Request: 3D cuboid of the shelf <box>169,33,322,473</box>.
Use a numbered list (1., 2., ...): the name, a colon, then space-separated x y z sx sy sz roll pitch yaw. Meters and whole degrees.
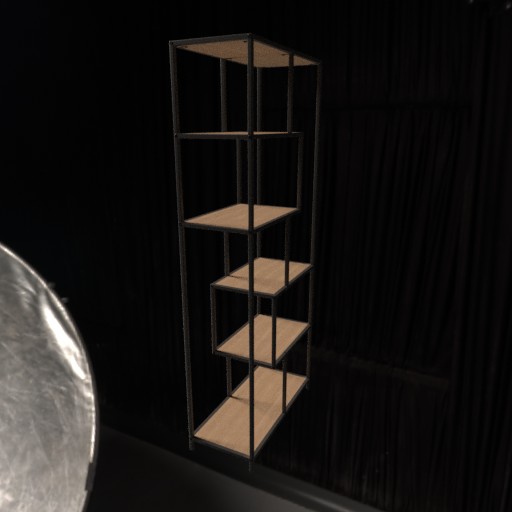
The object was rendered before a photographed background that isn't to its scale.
1. shelf: 0.000 0.000 2.192 0.350 1.850 0.770 8 18 25
